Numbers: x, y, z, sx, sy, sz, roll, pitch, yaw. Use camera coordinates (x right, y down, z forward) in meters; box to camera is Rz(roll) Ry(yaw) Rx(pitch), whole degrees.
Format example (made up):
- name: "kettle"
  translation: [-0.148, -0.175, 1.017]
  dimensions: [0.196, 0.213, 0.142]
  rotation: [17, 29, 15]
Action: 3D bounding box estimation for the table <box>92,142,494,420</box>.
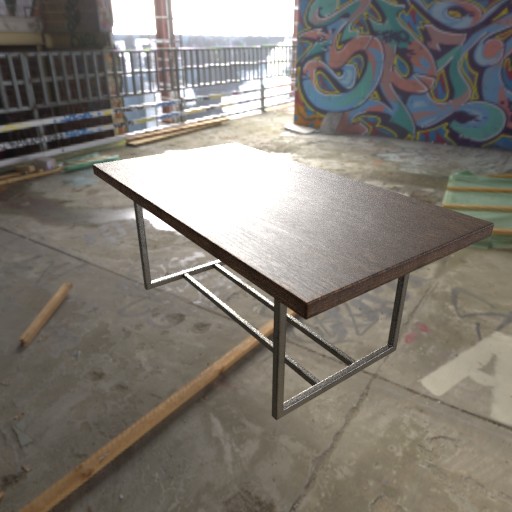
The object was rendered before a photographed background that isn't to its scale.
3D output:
- name: "table"
  translation: [0.000, 0.000, 2.507]
  dimensions: [1.078, 0.795, 1.989]
  rotation: [-18, 32, -32]
